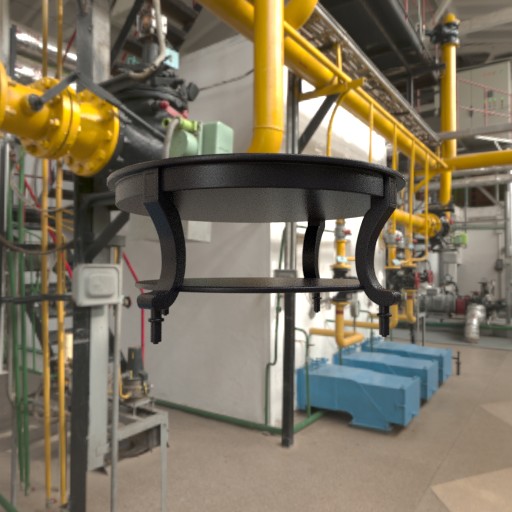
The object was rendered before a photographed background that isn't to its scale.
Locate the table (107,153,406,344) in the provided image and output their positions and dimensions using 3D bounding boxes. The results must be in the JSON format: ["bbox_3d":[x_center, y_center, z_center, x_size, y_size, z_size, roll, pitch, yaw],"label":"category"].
[{"bbox_3d":[0.000,0.000,1.596,1.029,0.491,1.029,0,-1,0],"label":"table"}]
